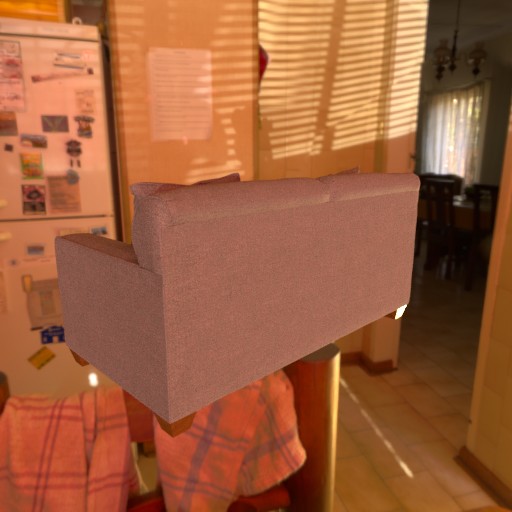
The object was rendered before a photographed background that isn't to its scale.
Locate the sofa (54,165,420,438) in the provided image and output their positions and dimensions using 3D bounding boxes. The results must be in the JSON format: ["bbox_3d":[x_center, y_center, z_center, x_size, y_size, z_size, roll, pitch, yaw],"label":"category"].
[{"bbox_3d":[0.000,0.000,2.465,1.846,0.958,1.000,-13,19,-43],"label":"sofa"}]
